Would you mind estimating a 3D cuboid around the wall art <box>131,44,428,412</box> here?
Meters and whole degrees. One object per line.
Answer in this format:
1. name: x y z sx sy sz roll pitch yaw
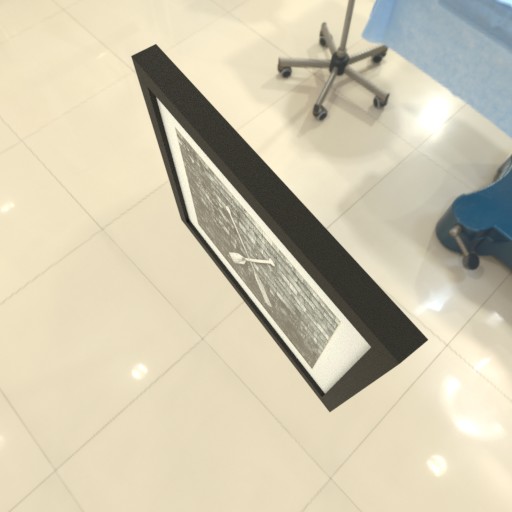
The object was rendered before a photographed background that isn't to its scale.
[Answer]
1. wall art: 0.000 0.000 0.533 0.029 0.330 0.381 -34 69 -15
